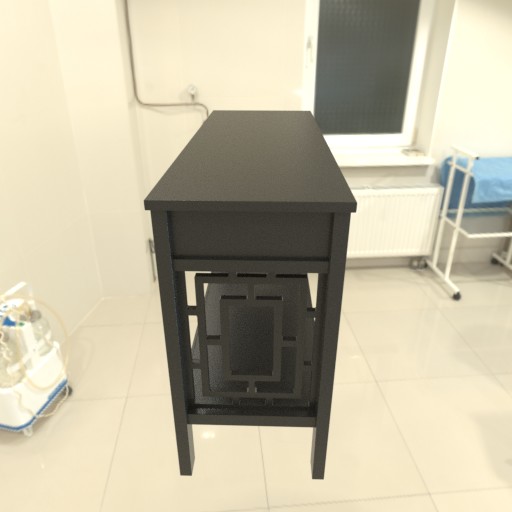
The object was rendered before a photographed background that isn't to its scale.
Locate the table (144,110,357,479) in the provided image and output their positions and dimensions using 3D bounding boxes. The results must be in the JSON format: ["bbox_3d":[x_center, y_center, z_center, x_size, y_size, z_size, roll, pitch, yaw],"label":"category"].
[{"bbox_3d":[0.000,0.000,1.443,0.397,0.753,1.068,1,27,2],"label":"table"}]
